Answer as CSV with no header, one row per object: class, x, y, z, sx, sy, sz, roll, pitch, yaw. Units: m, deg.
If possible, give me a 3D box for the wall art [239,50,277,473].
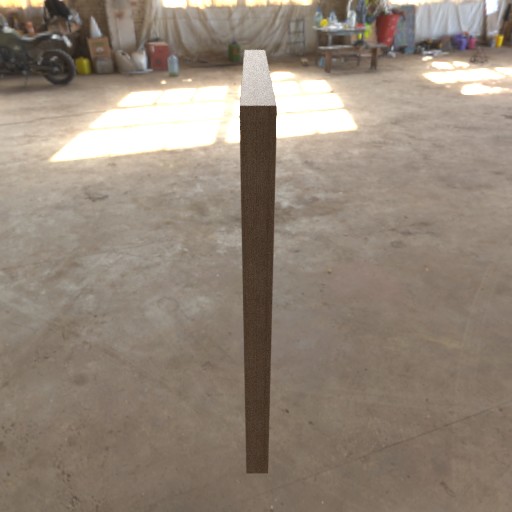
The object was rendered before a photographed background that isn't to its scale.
wall art,0.000,0.000,0.648,0.031,0.509,0.356,0,32,-1
